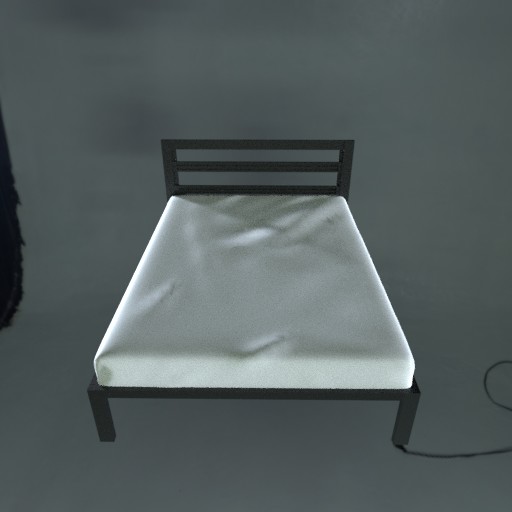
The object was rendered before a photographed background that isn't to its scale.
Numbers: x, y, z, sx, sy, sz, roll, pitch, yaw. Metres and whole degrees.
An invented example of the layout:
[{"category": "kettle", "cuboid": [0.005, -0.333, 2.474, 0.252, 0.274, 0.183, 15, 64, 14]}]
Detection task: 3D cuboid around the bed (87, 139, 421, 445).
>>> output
[{"category": "bed", "cuboid": [0.000, 0.000, 2.856, 1.524, 0.967, 2.062, 0, 29, 1]}]
